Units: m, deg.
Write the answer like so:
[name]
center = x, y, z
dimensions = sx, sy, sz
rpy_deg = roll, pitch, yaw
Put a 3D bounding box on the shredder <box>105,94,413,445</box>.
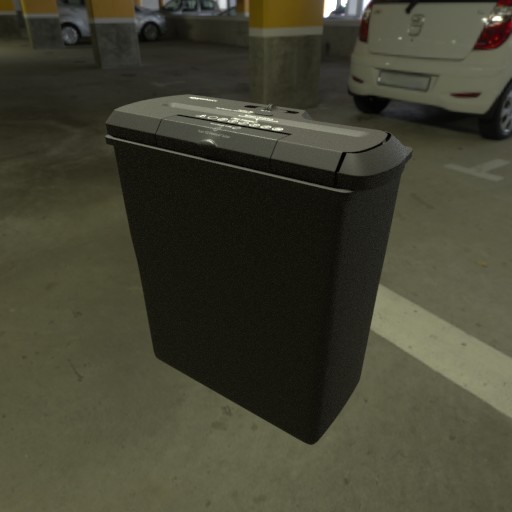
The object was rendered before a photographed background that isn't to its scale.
[shredder]
center = 0.000, 0.000, 0.524
dimensions = 0.320, 0.335, 0.170
rpy_deg = 19, 35, 30
